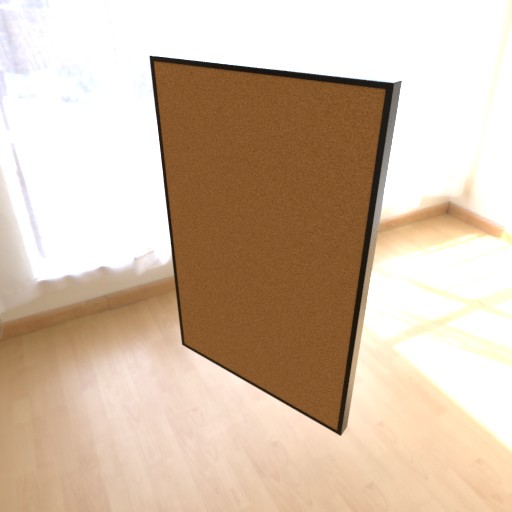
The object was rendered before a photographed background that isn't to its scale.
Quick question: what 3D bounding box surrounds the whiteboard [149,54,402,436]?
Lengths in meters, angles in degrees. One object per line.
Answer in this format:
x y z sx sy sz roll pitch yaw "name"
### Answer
0.000 0.000 0.766 0.406 0.611 0.026 21 37 31 "whiteboard"
